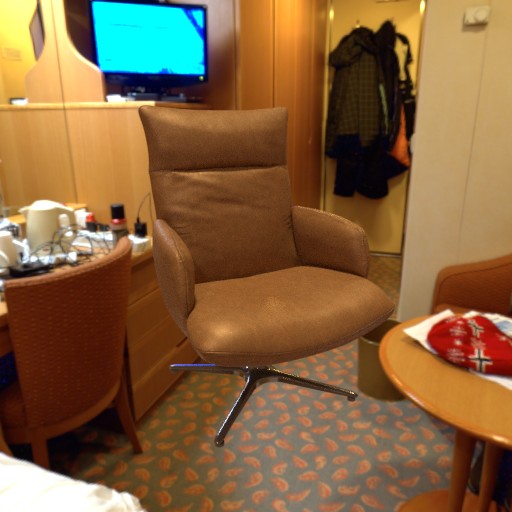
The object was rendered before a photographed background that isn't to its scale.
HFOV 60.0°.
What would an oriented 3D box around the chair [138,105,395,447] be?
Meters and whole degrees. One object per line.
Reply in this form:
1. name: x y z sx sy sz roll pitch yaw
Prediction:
1. chair: 0.000 0.000 1.577 0.711 1.027 0.794 -8 19 -26
